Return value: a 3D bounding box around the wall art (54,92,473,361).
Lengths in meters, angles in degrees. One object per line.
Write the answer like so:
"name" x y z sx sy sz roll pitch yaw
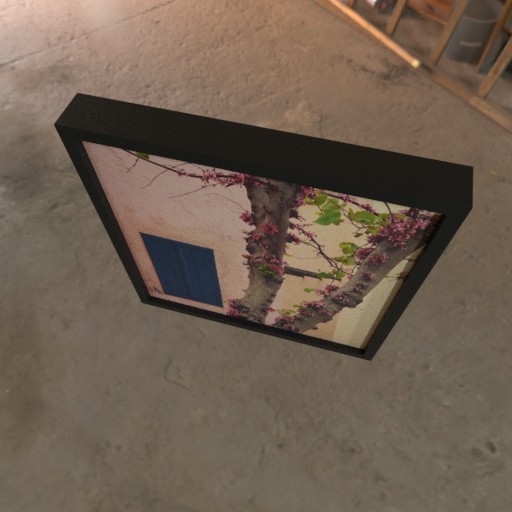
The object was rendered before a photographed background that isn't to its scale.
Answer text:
"wall art" 0.000 0.000 0.450 0.305 0.304 0.038 13 59 8
